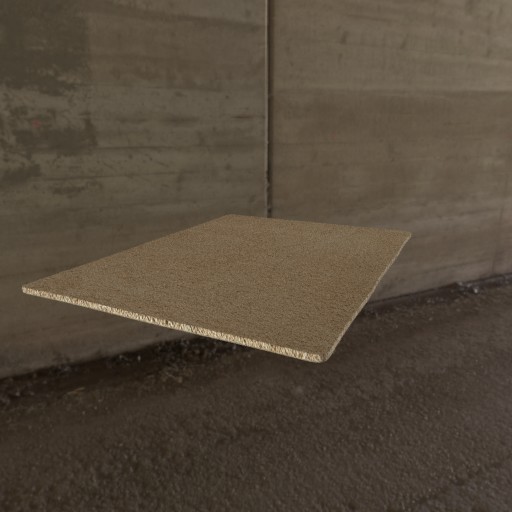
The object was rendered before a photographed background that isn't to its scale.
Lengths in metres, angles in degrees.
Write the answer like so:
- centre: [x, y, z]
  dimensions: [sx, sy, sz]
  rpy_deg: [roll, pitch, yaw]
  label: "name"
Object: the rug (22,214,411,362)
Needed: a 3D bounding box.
- centre: [0.000, 0.000, 2.105]
  dimensions: [1.199, 0.025, 1.600]
  rpy_deg: [8, 18, 25]
  label: "rug"
